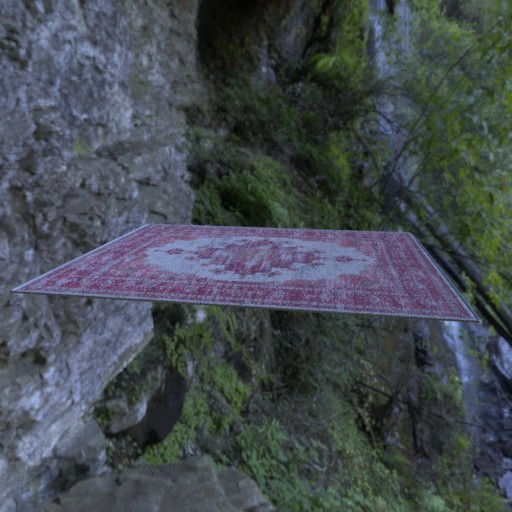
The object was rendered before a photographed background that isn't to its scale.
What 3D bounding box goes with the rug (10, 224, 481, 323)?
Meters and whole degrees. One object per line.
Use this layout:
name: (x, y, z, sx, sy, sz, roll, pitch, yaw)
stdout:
rug: (0.000, 0.000, 4.032, 3.123, 0.017, 2.447, 3, 16, 9)
